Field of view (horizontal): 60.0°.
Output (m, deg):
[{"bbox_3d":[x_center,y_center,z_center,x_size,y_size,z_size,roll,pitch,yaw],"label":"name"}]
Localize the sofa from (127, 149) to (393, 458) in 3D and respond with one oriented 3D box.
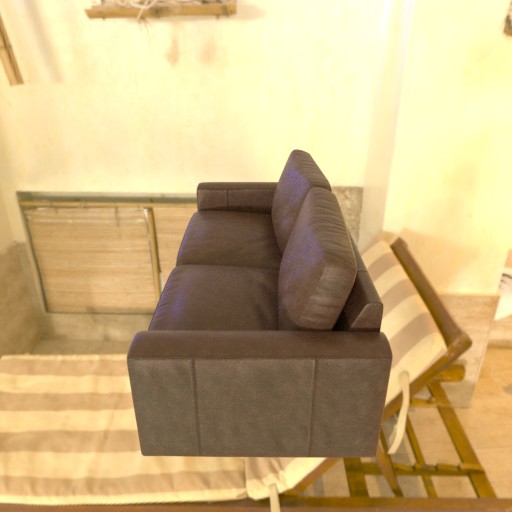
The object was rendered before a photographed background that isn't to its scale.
[{"bbox_3d":[0.000,0.000,2.633,1.016,0.873,2.179,0,26,0],"label":"sofa"}]
